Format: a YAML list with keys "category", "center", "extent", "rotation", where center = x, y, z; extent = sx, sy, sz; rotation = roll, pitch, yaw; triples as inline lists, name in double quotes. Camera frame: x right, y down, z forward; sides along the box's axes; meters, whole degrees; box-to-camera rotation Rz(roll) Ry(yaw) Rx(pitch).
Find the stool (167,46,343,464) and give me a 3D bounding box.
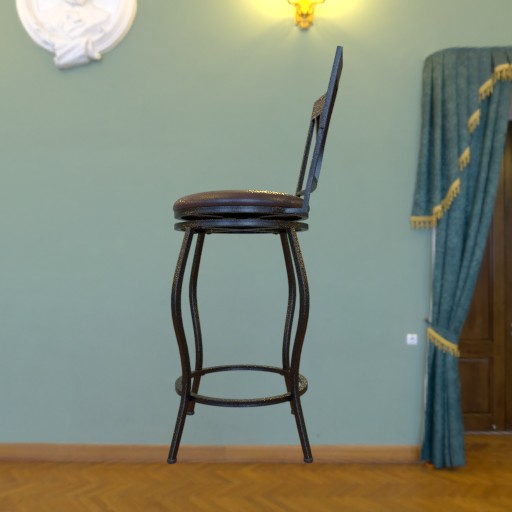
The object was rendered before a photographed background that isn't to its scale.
- category: "stool"
  center: [0.000, 0.000, 1.388]
  extent: [0.514, 1.117, 0.433]
  rotation: [0, 0, -1]
